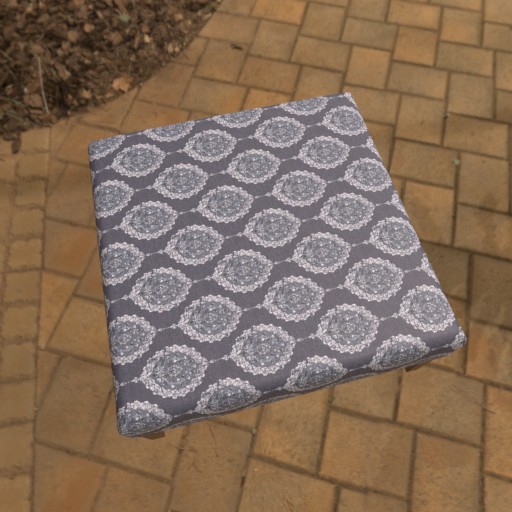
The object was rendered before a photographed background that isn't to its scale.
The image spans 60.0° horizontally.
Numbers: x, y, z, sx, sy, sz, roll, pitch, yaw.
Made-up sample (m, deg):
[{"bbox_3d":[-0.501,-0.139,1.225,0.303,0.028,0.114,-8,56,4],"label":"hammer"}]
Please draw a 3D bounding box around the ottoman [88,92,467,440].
[{"bbox_3d":[0.000,0.000,1.398,0.890,0.409,0.889,-13,65,-6],"label":"ottoman"}]
